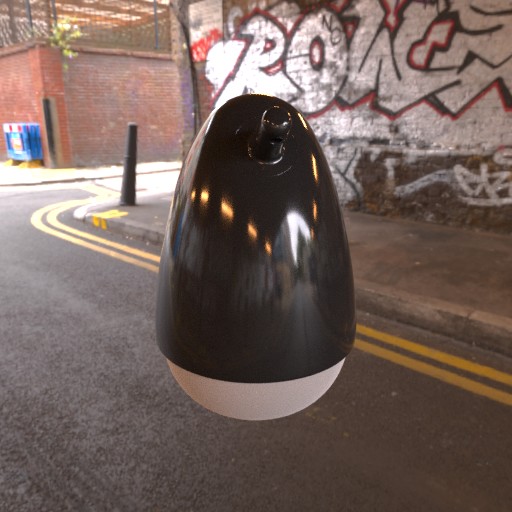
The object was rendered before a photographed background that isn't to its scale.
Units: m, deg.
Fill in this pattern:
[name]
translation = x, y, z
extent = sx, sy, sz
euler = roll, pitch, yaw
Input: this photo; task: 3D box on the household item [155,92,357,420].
[household item]
translation = 0.000, 0.000, 0.219
extent = 0.102, 0.152, 0.104
euler = -2, 17, -8
